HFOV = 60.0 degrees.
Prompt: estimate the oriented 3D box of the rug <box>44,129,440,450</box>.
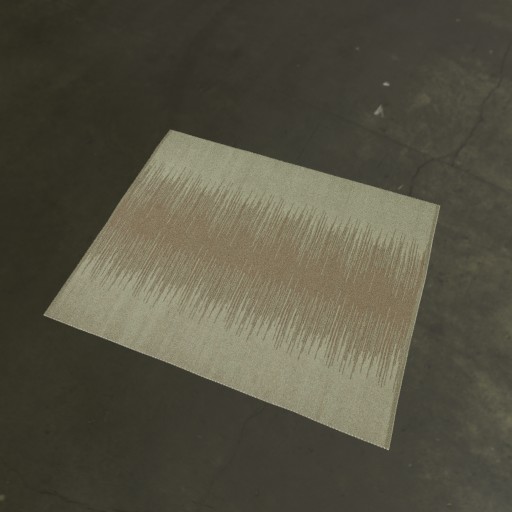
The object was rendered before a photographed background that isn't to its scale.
[{"bbox_3d":[0.000,0.000,4.156,3.048,0.013,2.438,18,60,11],"label":"rug"}]
